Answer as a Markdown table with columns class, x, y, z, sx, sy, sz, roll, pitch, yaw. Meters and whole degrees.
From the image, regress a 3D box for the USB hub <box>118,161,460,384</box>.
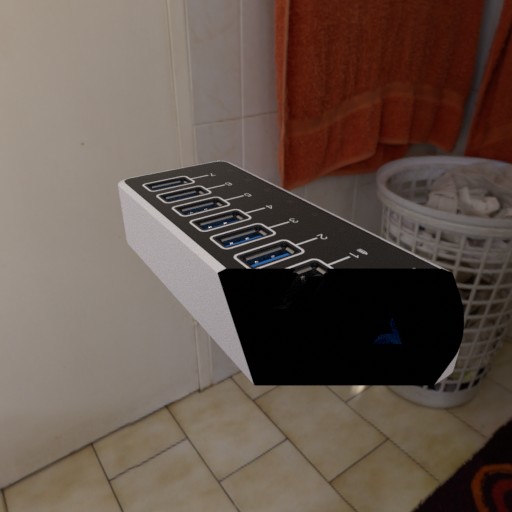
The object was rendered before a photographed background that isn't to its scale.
| class | x | y | z | sx | sy | sz | roll | pitch | yaw |
| --- | --- | --- | --- | --- | --- | --- | --- | --- | --- |
| USB hub | 0.000 | 0.000 | 0.128 | 0.044 | 0.023 | 0.110 | -18 | 34 | -29 |
